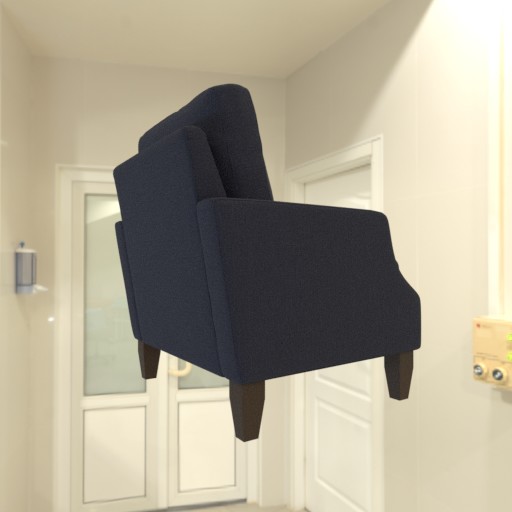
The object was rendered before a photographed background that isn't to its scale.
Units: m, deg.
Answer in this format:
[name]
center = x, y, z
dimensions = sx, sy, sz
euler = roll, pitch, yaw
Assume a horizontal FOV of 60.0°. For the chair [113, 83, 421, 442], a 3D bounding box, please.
[chair]
center = 0.000, 0.000, 1.663
dimensions = 0.897, 0.991, 0.855
euler = 0, -1, -34
